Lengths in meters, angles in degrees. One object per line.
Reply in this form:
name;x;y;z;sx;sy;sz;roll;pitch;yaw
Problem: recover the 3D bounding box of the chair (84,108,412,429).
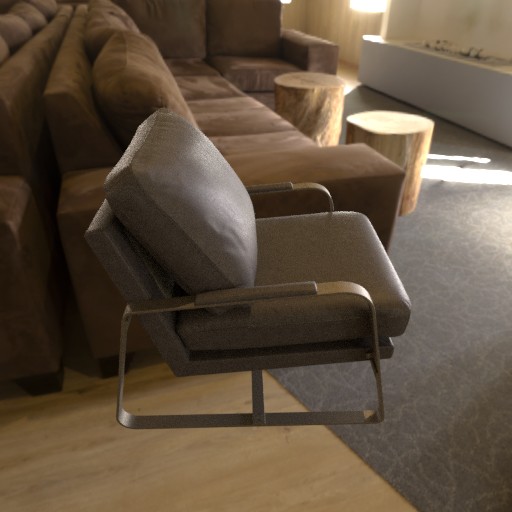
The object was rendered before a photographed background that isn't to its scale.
chair;0.000;0.000;1.464;0.878;0.839;0.692;-1;33;-1
